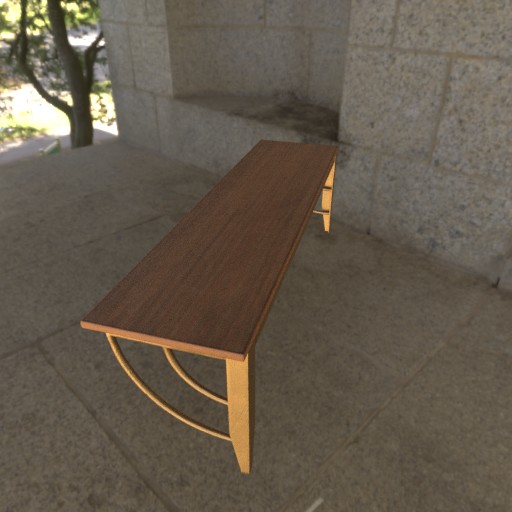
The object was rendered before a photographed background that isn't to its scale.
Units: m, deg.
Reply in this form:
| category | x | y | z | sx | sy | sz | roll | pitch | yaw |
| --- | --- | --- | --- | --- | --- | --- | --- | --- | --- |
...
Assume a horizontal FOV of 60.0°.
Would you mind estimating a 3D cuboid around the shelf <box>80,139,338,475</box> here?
| category | x | y | z | sx | sy | sz | roll | pitch | yaw |
| --- | --- | --- | --- | --- | --- | --- | --- | --- | --- |
| shelf | 0.000 | 0.000 | 0.716 | 0.166 | 0.190 | 0.636 | 9 | 32 | 14 |
